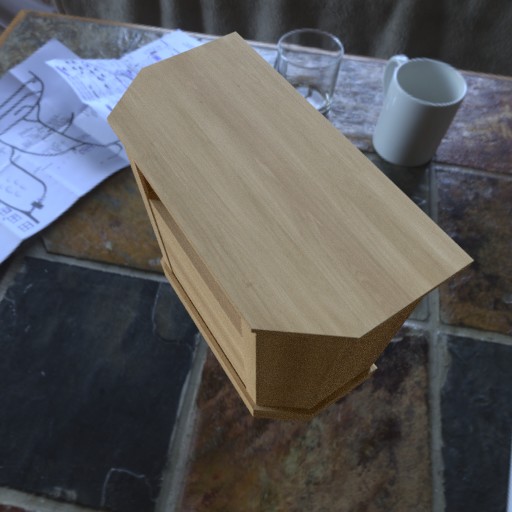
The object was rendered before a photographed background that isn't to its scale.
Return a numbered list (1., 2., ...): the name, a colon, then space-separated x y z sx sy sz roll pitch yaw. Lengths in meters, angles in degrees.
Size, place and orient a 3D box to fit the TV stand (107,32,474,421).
1. TV stand: 0.000 0.000 1.292 0.425 0.781 0.851 -29 64 -16
